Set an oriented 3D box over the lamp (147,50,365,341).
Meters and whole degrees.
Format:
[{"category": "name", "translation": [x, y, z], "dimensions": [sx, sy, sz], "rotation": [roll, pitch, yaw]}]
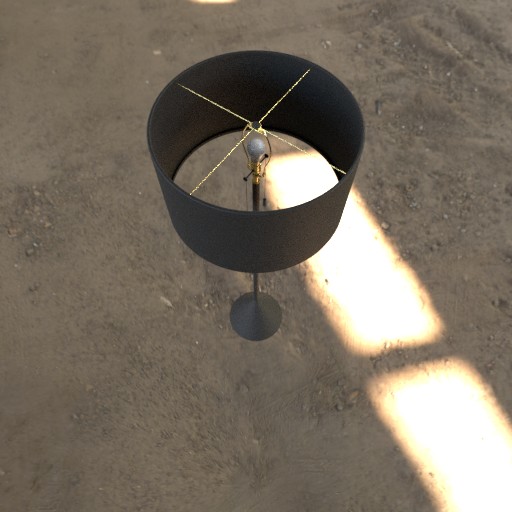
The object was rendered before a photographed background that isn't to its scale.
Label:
[{"category": "lamp", "translation": [0.000, 0.000, 1.852], "dimensions": [0.580, 1.526, 0.580], "rotation": [32, 67, 16]}]
